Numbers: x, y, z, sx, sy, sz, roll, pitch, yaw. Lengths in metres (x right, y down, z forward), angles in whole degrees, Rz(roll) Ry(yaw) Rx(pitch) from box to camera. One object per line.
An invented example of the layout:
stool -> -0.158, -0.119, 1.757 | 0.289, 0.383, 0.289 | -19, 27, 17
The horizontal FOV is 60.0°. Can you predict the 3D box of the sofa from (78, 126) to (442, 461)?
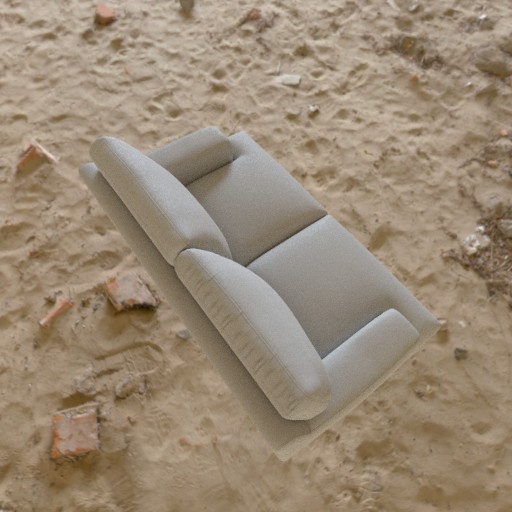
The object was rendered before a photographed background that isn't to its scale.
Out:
sofa -> 0.000, 0.000, 2.496 | 1.143, 0.940, 1.880 | -32, 64, -18
